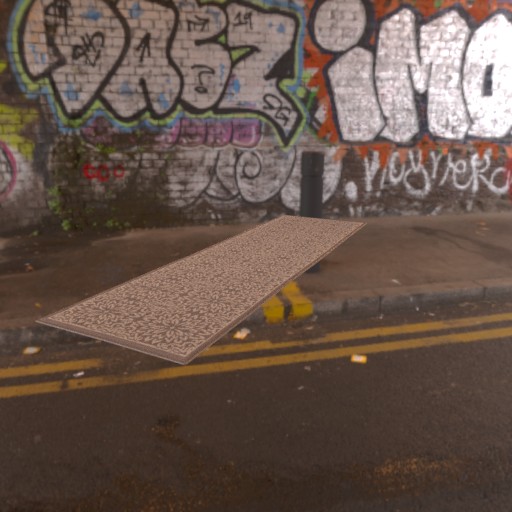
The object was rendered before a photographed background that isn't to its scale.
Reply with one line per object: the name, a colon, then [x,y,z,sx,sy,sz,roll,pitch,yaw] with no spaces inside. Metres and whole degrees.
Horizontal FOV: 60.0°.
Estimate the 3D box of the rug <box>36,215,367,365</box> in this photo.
rug: [0.000,0.000,2.387,0.662,0.011,2.196,8,18,26]
